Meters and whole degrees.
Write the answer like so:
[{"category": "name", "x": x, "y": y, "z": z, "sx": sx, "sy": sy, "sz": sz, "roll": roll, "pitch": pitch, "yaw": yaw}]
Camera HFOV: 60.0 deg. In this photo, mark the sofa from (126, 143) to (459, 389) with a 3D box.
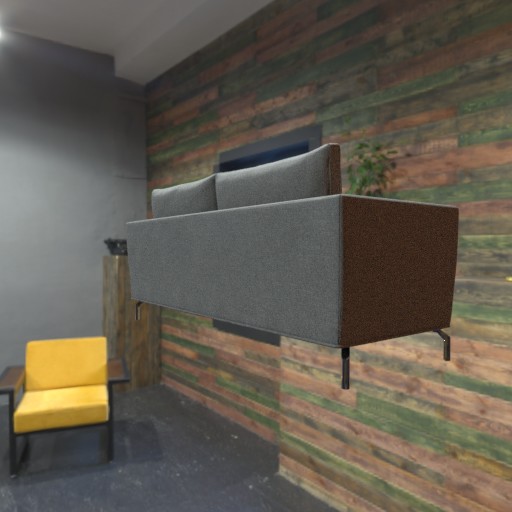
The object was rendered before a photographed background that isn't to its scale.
[{"category": "sofa", "x": 0.000, "y": 0.000, "z": 2.782, "sx": 0.869, "sy": 1.002, "sz": 2.212, "roll": -1, "pitch": 1, "yaw": -37}]
